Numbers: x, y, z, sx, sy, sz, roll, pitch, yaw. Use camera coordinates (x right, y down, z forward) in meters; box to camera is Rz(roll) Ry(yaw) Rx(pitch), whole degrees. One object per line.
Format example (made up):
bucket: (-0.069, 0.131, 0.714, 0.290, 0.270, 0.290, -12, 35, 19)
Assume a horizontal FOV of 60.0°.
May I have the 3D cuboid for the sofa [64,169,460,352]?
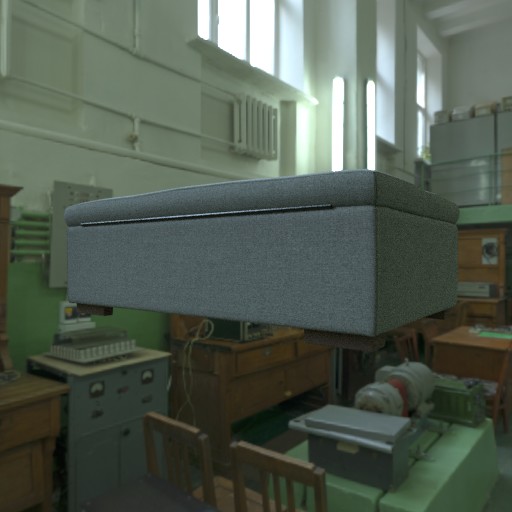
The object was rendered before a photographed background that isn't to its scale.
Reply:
sofa: (0.000, 0.000, 1.637, 1.250, 0.434, 0.817, 0, 0, 37)
